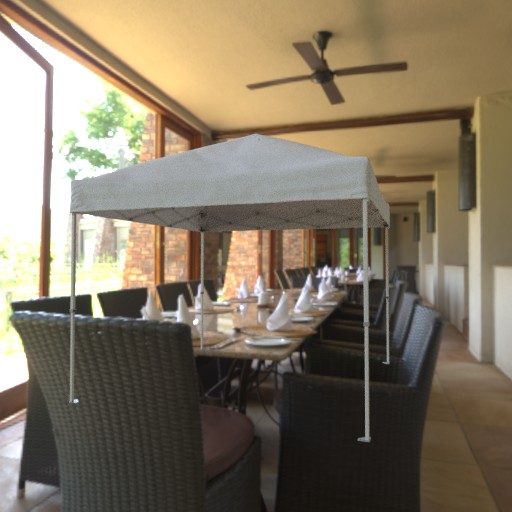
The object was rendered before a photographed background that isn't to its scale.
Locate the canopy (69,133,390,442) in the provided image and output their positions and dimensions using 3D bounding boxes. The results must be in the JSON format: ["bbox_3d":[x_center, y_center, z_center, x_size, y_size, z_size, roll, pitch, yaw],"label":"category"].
[{"bbox_3d":[0.000,0.000,5.408,2.996,2.997,2.998,0,-1,20],"label":"canopy"}]
